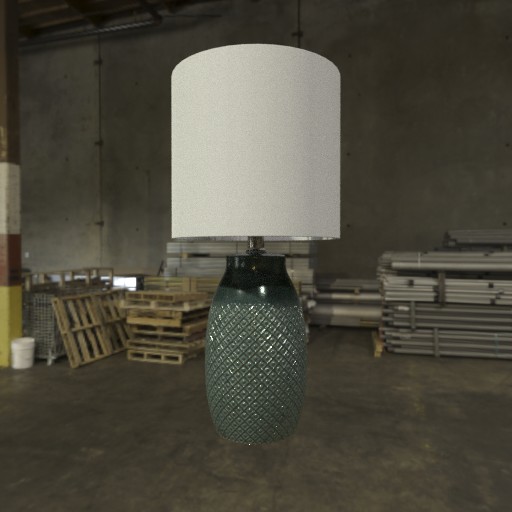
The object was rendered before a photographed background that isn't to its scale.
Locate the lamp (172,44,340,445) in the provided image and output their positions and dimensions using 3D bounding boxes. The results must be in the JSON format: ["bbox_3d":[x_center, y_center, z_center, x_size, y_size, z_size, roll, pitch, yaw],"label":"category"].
[{"bbox_3d":[0.000,0.000,0.581,0.217,0.453,0.217,0,1,16],"label":"lamp"}]
